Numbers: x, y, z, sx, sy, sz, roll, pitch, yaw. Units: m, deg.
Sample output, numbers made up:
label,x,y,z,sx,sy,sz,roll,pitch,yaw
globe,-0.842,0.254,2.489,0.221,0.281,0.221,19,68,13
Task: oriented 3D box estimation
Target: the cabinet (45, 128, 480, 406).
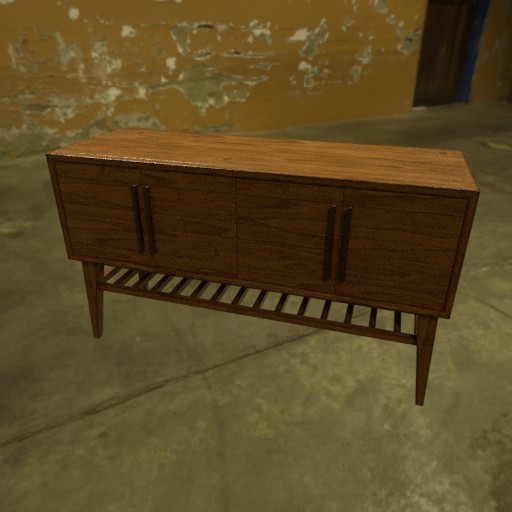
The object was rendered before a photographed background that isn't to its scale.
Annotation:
label,x,y,z,sx,sy,sz,roll,pitch,yaw
cabinet,0.000,0.000,1.710,1.363,0.802,0.477,8,28,15
